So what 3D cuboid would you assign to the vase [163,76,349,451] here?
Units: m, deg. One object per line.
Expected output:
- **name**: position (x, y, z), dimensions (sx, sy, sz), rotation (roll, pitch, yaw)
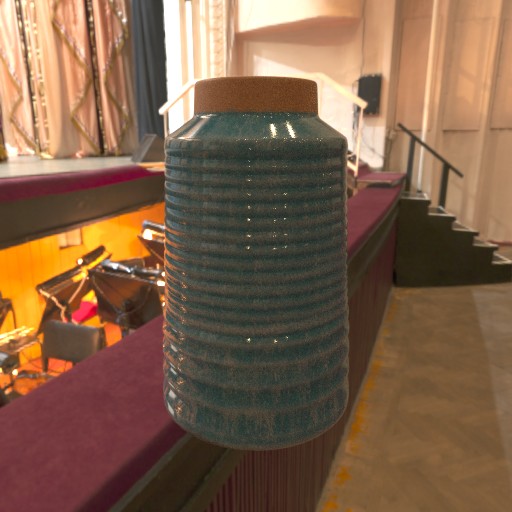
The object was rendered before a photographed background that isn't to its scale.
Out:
- **vase**: position (0.000, 0.000, 0.365), dimensions (0.163, 0.267, 0.163), rotation (0, 16, 0)
